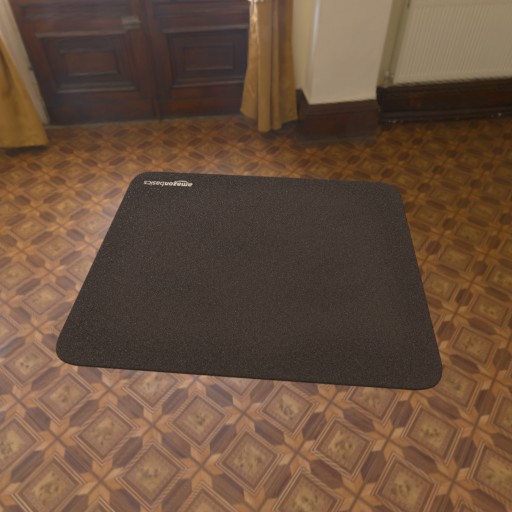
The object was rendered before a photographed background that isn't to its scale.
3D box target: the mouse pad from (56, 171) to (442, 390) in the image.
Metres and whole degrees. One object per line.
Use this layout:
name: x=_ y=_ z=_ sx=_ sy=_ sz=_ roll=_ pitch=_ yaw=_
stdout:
mouse pad: x=0.000 y=0.000 z=0.347 sx=0.249 sy=0.002 sz=0.211 roll=3 pitch=46 yaw=3
